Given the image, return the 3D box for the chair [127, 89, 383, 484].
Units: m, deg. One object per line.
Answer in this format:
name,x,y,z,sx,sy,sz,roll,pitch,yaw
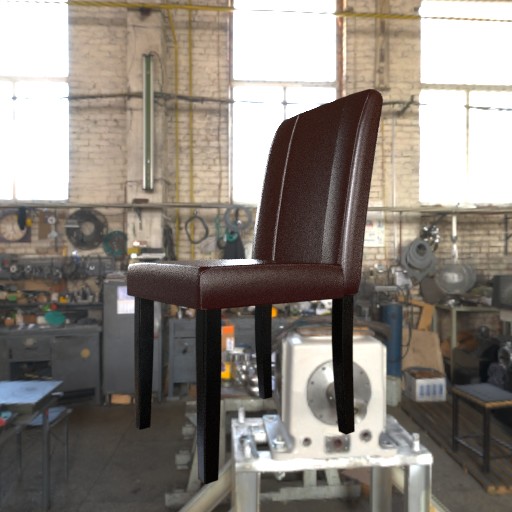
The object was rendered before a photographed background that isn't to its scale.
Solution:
chair,0.000,0.000,1.166,0.556,0.897,0.399,0,0,-37
